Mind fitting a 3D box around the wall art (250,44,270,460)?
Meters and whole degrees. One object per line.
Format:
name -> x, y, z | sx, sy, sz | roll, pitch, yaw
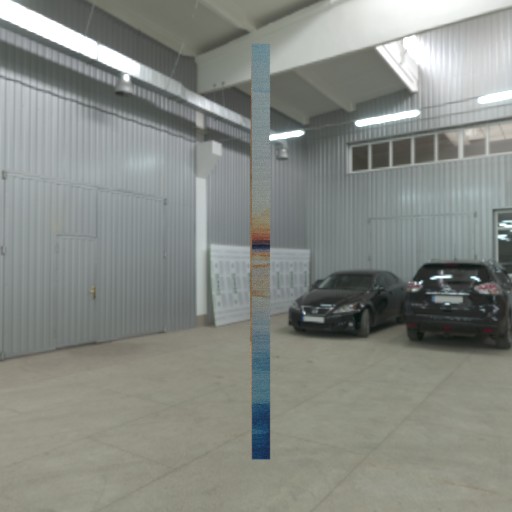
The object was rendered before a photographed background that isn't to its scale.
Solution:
wall art -> 0.000, 0.000, 0.729 | 0.018, 0.402, 0.604 | 0, -1, -1
